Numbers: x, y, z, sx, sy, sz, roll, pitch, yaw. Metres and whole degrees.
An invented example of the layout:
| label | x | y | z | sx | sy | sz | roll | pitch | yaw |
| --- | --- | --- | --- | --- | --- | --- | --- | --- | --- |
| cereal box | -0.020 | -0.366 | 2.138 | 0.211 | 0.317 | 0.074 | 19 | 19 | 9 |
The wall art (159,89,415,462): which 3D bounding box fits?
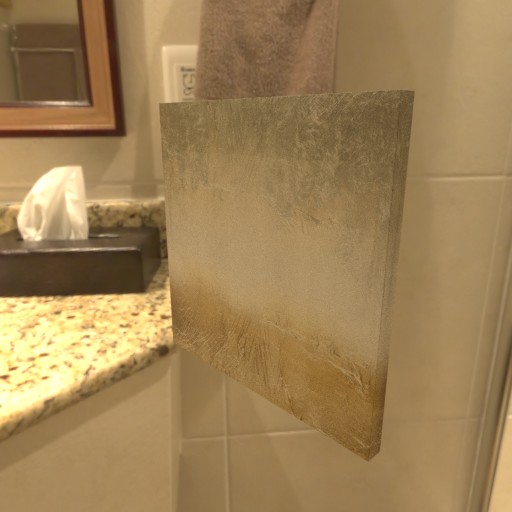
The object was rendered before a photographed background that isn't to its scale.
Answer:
| label | x | y | z | sx | sy | sz | roll | pitch | yaw |
| --- | --- | --- | --- | --- | --- | --- | --- | --- | --- |
| wall art | 0.000 | 0.000 | 0.910 | 0.038 | 0.610 | 0.610 | -15 | 22 | -41 |
